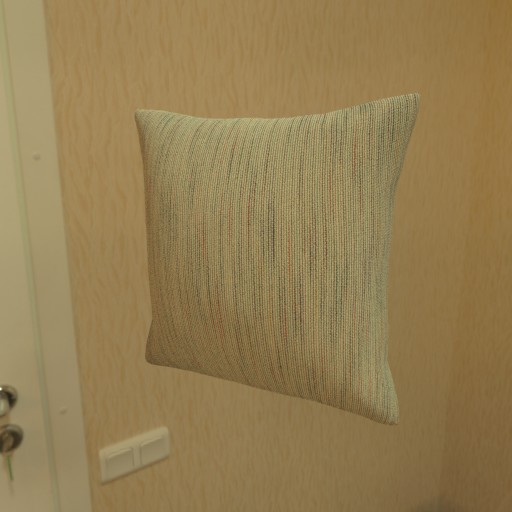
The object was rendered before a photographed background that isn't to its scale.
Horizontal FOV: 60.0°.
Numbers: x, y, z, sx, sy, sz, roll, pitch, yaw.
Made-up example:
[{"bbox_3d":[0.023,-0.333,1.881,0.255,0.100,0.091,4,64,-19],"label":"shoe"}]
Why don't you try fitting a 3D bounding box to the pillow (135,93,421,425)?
[{"bbox_3d":[0.000,0.000,0.767,0.512,0.506,0.178,6,14,26],"label":"pillow"}]
